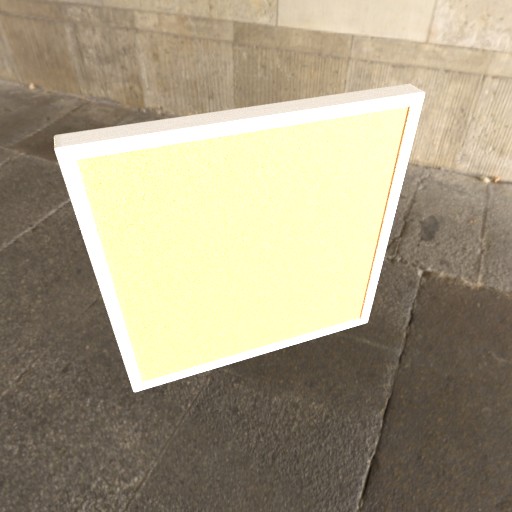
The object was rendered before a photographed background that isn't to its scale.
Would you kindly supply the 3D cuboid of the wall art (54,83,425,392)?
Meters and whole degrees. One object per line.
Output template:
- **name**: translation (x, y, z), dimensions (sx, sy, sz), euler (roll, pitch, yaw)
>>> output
- **wall art**: translation (0.000, 0.000, 0.755), dimensions (0.508, 0.508, 0.038), euler (-13, 43, -15)
